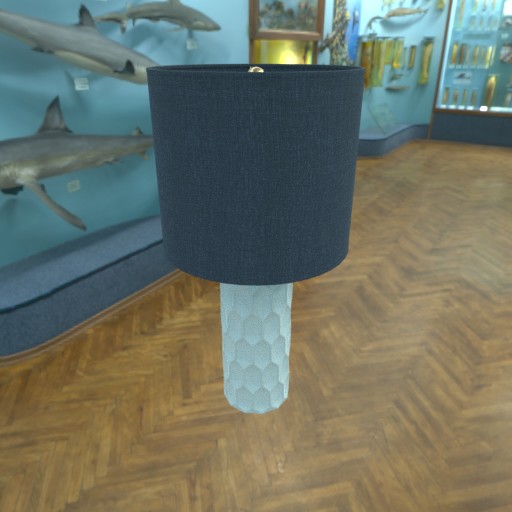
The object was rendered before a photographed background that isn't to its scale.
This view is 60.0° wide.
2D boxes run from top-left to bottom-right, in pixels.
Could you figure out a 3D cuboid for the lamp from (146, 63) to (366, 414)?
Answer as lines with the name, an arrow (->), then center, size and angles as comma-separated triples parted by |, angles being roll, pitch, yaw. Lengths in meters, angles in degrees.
lamp -> 0.000, 0.000, 0.683 | 0.277, 0.537, 0.277 | 17, 30, 31
